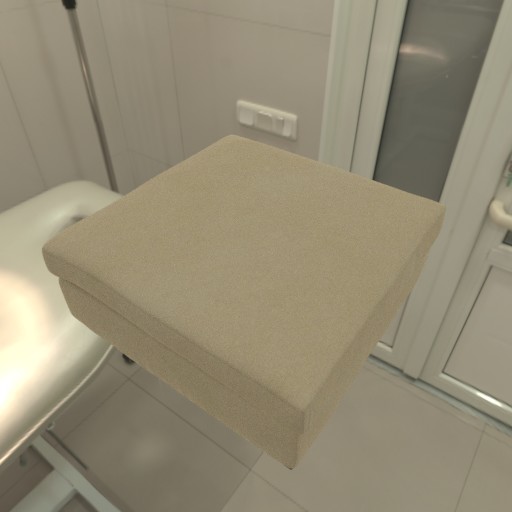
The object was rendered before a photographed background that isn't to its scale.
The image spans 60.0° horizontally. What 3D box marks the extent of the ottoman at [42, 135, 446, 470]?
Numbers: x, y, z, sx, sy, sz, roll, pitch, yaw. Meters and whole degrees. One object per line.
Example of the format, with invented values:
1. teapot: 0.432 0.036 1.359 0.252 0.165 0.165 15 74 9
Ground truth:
1. ottoman: 0.000 0.000 1.878 1.190 0.522 1.205 25 47 26
